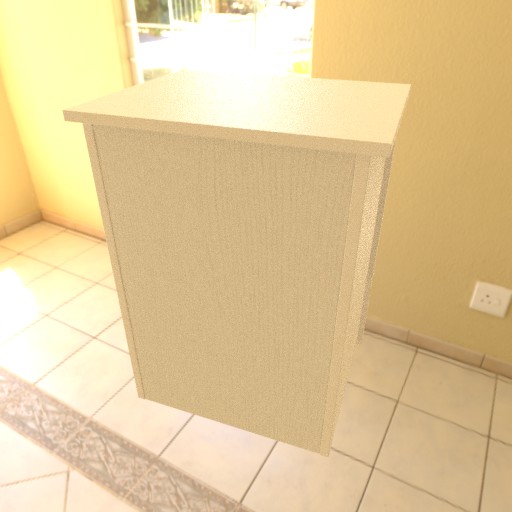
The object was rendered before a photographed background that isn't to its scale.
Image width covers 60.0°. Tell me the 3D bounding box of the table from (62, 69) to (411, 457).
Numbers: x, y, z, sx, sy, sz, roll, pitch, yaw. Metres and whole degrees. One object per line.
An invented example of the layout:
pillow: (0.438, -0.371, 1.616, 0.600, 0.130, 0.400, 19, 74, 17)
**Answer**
table: (0.000, 0.000, 0.913, 0.480, 0.635, 0.381, 11, 33, 17)
